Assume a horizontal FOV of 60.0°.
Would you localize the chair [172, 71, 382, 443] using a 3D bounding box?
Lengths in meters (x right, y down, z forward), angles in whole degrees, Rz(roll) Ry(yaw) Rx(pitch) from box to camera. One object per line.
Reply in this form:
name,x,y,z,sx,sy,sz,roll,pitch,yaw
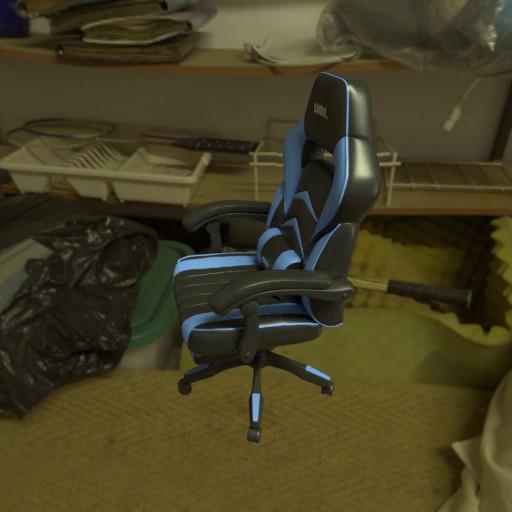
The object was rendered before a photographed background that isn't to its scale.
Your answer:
chair,0.000,0.000,1.700,0.700,1.280,0.700,-8,31,-14
